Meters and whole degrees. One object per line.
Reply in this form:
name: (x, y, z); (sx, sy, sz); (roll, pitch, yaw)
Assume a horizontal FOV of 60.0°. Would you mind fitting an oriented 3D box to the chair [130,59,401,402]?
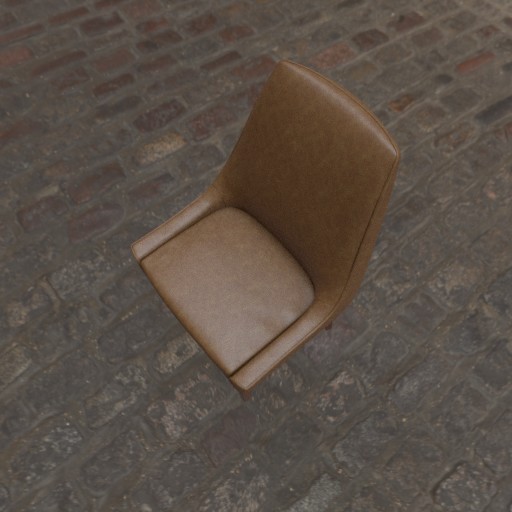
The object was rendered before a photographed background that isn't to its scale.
chair: (0.000, 0.000, 1.237); (0.544, 0.861, 0.529); (-37, 69, -17)
